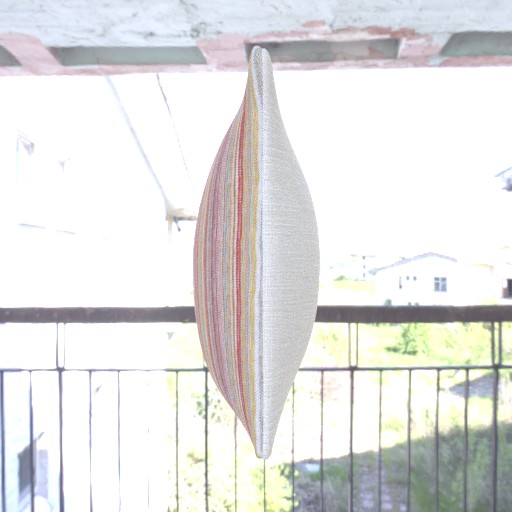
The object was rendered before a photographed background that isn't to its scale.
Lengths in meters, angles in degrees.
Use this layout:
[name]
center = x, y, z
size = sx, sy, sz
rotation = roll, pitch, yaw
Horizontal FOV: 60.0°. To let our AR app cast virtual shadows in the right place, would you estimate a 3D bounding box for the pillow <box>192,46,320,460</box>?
[pillow]
center = 0.000, 0.000, 0.685
size = 0.191, 0.449, 0.451
rotation = 0, -1, 1
